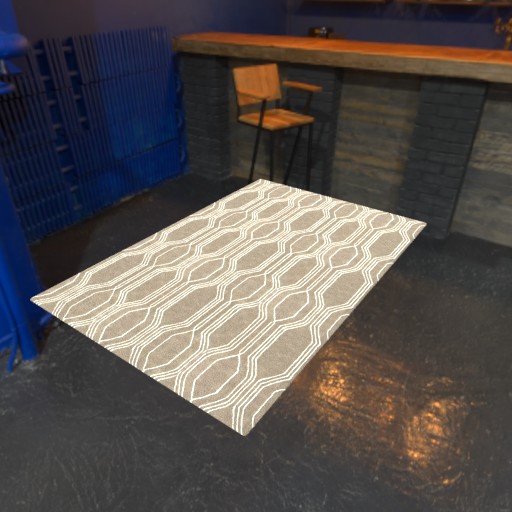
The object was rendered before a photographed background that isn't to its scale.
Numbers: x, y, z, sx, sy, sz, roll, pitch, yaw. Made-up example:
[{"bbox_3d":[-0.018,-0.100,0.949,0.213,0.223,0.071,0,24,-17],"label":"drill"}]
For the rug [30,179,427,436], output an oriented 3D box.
[{"bbox_3d":[0.000,0.000,2.361,1.239,0.012,1.836,21,37,30],"label":"rug"}]
